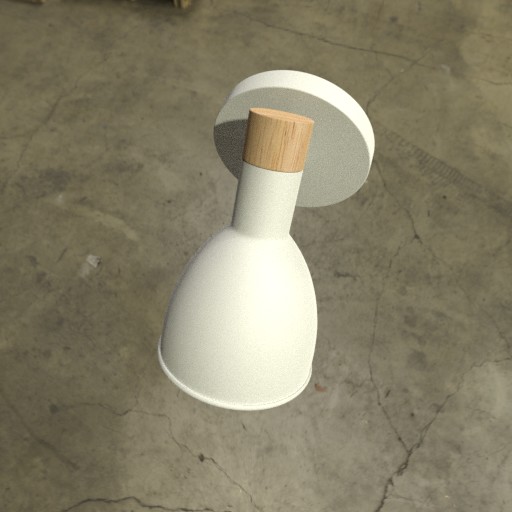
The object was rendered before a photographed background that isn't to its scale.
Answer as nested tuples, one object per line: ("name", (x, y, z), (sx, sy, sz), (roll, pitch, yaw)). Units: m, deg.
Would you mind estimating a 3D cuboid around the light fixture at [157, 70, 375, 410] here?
("light fixture", (0.000, 0.000, 0.326), (0.127, 0.199, 0.209), (15, 60, 9))
